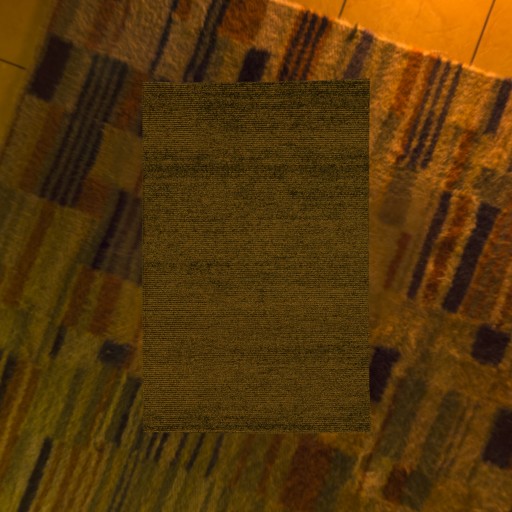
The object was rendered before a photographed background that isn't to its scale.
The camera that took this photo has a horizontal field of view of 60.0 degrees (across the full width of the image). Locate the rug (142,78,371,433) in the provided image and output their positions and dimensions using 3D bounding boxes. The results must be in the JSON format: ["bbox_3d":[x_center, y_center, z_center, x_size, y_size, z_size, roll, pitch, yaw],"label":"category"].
[{"bbox_3d":[0.000,0.000,2.219,1.145,0.021,1.777,0,90,1],"label":"rug"}]
